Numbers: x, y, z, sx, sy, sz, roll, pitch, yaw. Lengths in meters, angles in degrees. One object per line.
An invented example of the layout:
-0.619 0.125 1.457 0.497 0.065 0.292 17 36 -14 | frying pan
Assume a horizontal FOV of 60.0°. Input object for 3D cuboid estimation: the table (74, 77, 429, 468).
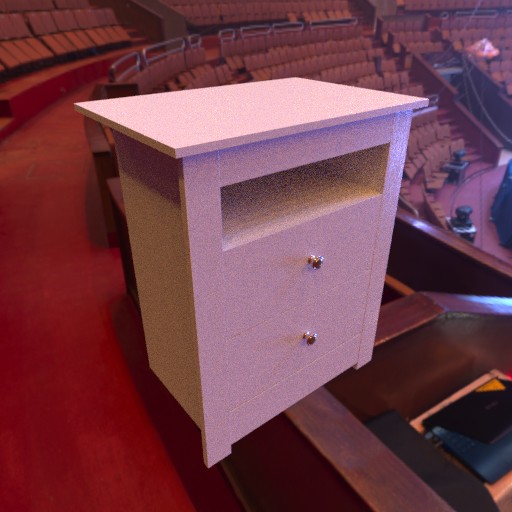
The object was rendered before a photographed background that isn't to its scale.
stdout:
0.000 0.000 1.062 0.589 0.711 0.406 -21 36 -33 | table
